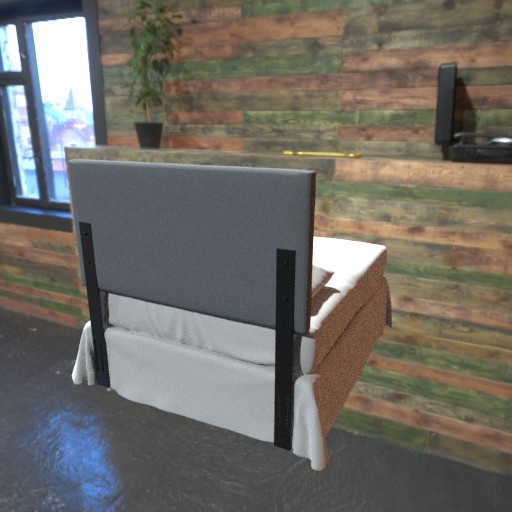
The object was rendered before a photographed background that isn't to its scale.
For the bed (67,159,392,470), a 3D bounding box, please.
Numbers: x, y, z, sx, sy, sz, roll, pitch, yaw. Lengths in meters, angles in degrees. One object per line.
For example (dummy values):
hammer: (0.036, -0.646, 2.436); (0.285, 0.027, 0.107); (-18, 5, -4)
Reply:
bed: (0.000, 0.000, 3.499); (1.936, 1.577, 2.222); (8, 18, 26)
